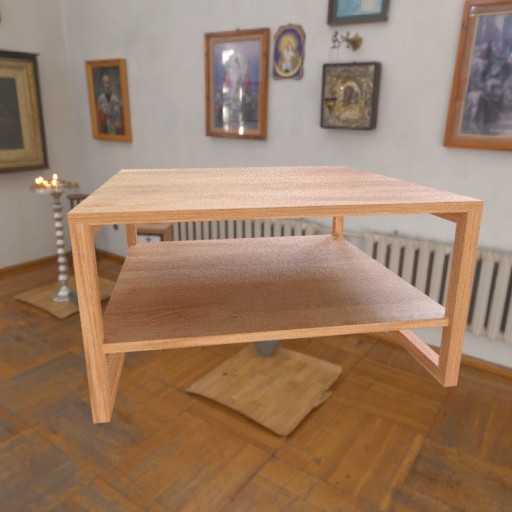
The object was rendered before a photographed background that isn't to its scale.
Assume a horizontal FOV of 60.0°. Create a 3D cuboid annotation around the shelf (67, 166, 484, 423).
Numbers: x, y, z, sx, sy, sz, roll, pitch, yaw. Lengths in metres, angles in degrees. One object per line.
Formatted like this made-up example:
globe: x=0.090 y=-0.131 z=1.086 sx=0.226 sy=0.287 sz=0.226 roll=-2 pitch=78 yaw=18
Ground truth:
shelf: x=0.000 y=0.000 z=1.427 sx=0.899 sy=0.480 sz=0.899 roll=-3 pitch=17 yaw=-9
